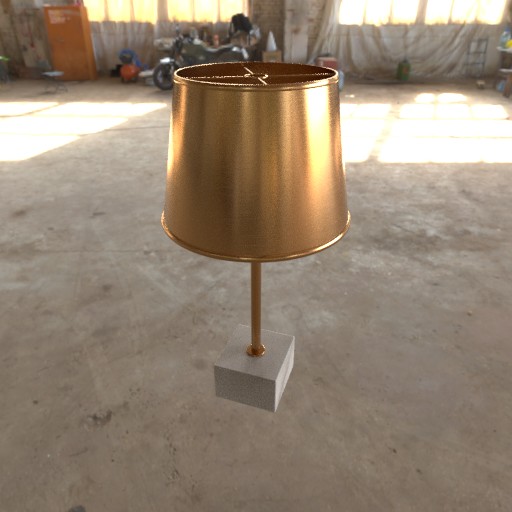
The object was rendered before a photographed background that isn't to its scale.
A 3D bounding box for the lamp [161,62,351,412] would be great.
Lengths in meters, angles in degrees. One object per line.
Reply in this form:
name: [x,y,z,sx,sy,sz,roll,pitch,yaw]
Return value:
lamp: [0.000,0.000,0.524,0.208,0.406,0.208,0,30,0]
